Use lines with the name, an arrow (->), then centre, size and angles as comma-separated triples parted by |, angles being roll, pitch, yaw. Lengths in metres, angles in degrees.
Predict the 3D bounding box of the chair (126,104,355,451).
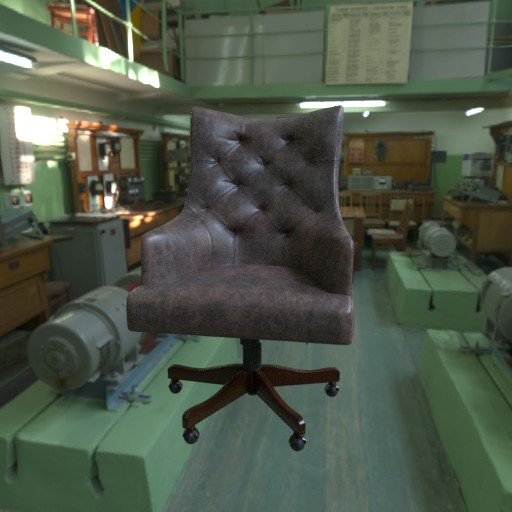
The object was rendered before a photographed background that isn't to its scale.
chair -> 0.000, 0.000, 1.528 | 0.641, 1.035, 0.762 | 2, 13, 9
